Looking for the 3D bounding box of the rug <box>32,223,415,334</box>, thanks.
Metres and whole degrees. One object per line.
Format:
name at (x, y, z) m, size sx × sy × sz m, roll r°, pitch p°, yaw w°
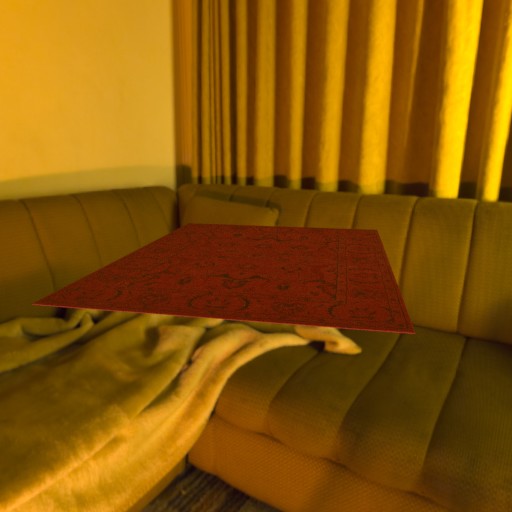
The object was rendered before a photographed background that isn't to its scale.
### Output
rug at (0.000, 0.000, 3.962) m, size 2.300 × 0.012 × 2.929 m, roll 3°, pitch 15°, yaw 11°
